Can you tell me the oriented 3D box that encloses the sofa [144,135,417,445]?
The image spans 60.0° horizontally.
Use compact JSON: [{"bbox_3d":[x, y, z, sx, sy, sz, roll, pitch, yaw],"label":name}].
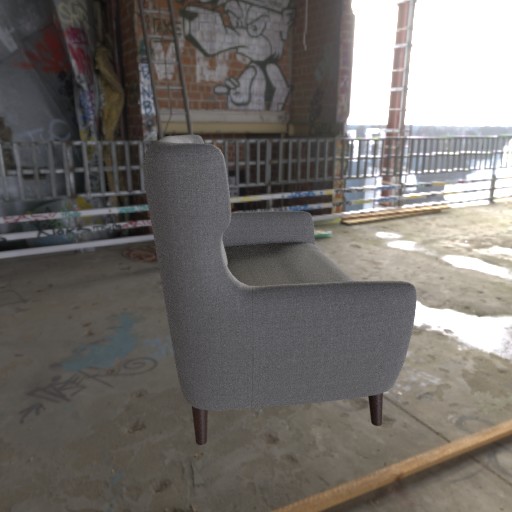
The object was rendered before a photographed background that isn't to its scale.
[{"bbox_3d":[0.000,0.000,1.987,0.884,1.028,1.386,-3,17,-9],"label":"sofa"}]
